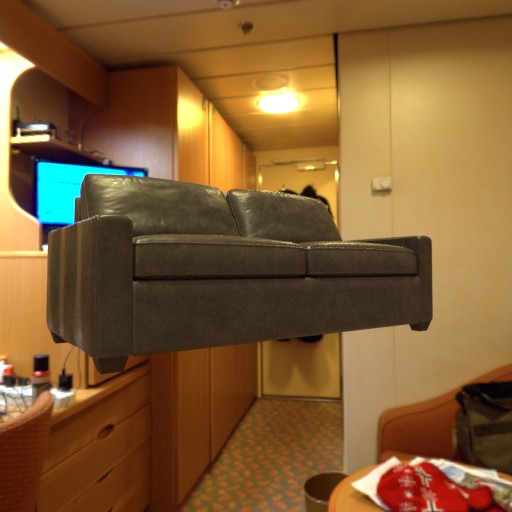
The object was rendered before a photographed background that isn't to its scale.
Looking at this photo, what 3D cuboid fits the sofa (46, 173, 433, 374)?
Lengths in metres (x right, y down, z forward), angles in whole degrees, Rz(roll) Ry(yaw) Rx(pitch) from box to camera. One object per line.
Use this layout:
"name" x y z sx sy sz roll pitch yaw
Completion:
"sofa" 0.000 0.000 2.557 2.081 0.916 0.939 1 -2 -35
